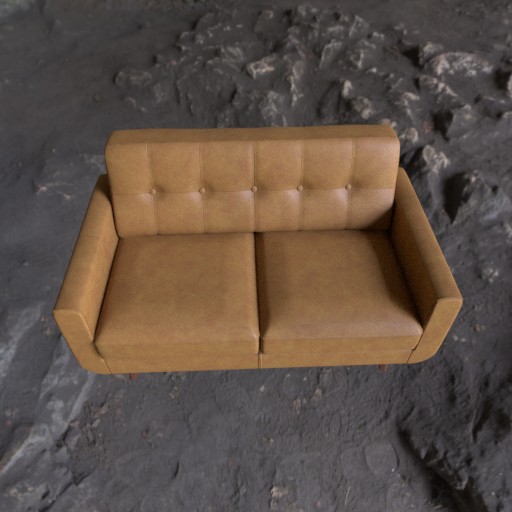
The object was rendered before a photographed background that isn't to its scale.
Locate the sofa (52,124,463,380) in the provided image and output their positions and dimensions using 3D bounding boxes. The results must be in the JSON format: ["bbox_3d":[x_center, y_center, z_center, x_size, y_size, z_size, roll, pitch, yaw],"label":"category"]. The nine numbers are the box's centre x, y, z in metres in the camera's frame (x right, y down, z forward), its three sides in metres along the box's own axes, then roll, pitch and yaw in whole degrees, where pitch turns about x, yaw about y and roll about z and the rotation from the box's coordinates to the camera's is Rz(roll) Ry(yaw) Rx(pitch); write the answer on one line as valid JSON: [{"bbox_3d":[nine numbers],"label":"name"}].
[{"bbox_3d":[0.000,0.000,2.182,1.651,0.925,0.952,-2,46,-2],"label":"sofa"}]
